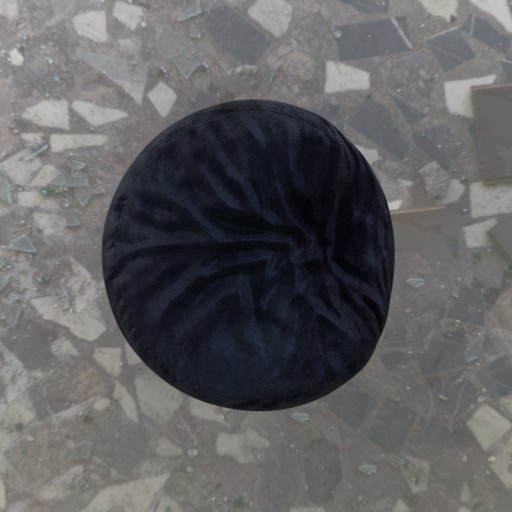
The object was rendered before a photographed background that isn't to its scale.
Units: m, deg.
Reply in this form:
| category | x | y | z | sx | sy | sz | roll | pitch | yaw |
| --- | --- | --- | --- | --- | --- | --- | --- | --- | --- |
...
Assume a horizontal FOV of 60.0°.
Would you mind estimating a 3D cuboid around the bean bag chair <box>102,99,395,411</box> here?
| category | x | y | z | sx | sy | sz | roll | pitch | yaw |
| --- | --- | --- | --- | --- | --- | --- | --- | --- | --- |
| bean bag chair | 0.000 | 0.000 | 1.463 | 0.918 | 0.616 | 0.918 | 0 | 89 | -1 |
